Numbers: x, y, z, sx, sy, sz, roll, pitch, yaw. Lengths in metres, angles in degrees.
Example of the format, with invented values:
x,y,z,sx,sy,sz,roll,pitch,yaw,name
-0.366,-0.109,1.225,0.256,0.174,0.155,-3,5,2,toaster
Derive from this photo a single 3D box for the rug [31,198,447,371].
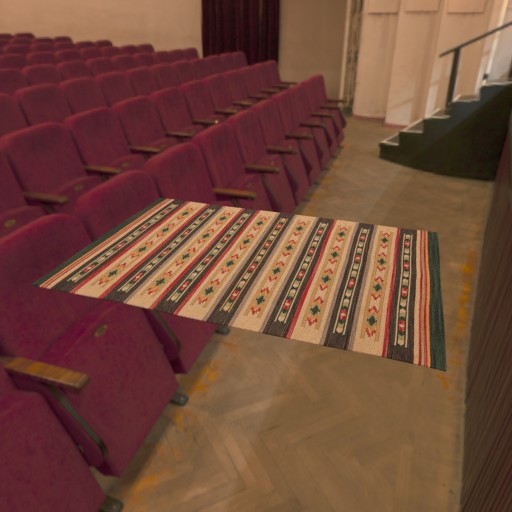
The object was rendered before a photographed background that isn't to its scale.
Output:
x,y,z,sx,sy,sz,roll,pitch,yaw,name
0.000,0.000,2.323,1.825,0.009,1.221,9,29,16,rug
